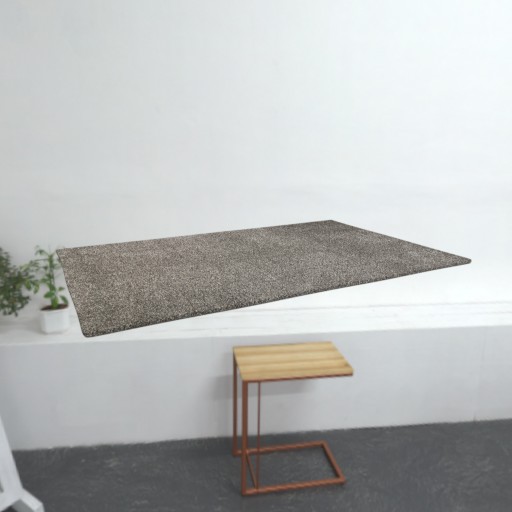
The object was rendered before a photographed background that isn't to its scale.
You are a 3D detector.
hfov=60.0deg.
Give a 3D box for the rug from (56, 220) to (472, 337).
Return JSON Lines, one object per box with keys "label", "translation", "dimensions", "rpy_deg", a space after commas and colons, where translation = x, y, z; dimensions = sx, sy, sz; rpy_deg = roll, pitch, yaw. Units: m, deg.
{"label": "rug", "translation": [0.000, 0.000, 2.952], "dimensions": [2.352, 0.025, 1.501], "rpy_deg": [-8, 18, -26]}
